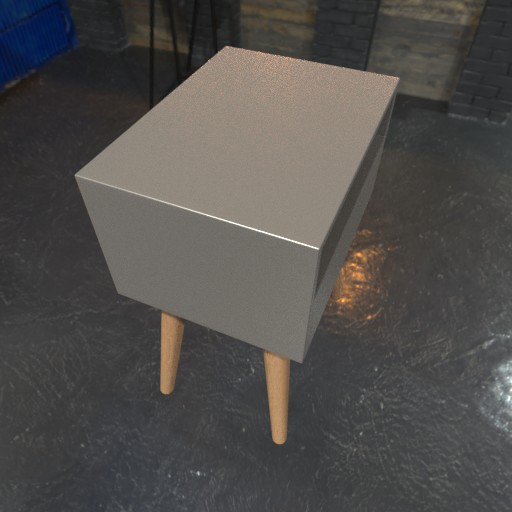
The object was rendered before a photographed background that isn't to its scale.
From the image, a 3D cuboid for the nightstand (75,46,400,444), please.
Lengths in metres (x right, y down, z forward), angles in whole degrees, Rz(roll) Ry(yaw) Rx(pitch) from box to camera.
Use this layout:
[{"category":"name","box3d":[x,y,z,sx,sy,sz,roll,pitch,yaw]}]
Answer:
[{"category":"nightstand","box3d":[0.000,0.000,0.742,0.288,0.508,0.370,18,50,16]}]
